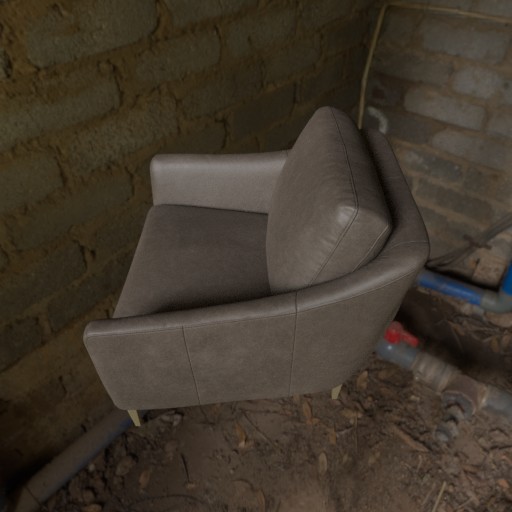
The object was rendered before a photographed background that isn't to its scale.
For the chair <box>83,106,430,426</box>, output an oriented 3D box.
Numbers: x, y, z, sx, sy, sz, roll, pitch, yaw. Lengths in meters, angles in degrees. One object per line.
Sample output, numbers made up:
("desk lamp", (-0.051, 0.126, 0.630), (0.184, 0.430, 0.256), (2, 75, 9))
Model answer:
("chair", (0.000, 0.000, 1.641), (0.961, 0.901, 0.988), (1, 42, 1))
